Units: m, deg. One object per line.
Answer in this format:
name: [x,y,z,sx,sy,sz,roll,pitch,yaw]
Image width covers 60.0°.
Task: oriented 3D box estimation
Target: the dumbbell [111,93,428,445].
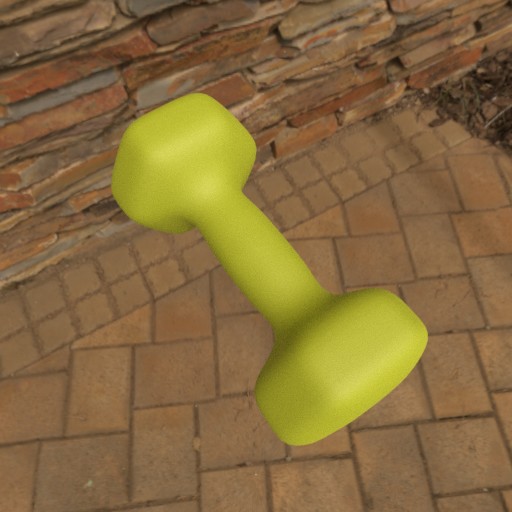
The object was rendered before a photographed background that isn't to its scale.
dumbbell: [0.000,0.000,0.208,0.080,0.072,0.164,-32,68,-15]
